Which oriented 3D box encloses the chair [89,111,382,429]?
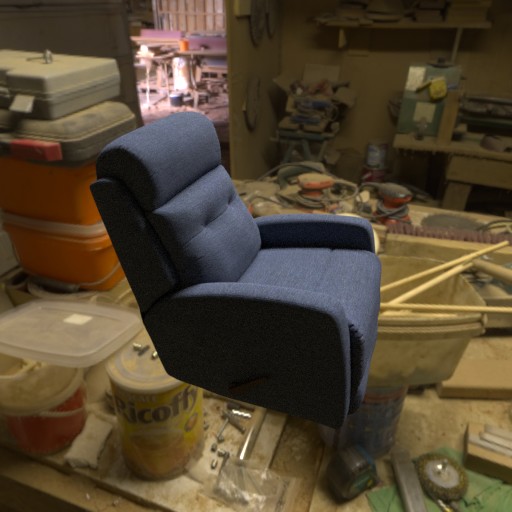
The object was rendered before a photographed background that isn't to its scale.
[{"bbox_3d":[0.000,0.000,1.817,1.043,1.013,0.798,11,32,18],"label":"chair"}]
